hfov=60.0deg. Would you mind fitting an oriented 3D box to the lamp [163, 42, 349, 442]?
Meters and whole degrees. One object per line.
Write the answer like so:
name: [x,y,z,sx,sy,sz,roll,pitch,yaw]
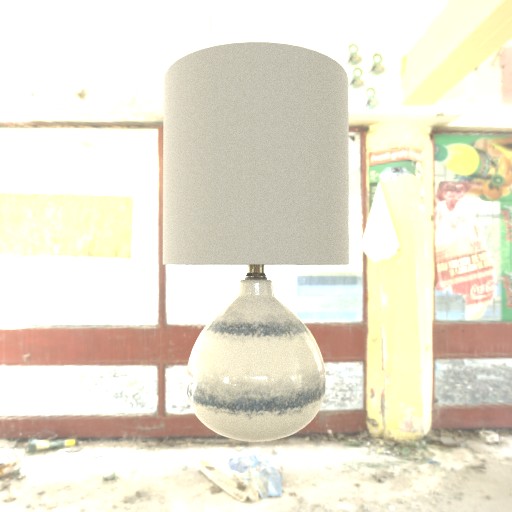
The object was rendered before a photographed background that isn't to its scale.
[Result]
lamp: [0.000,0.000,0.526,0.216,0.404,0.216,0,-1,18]
